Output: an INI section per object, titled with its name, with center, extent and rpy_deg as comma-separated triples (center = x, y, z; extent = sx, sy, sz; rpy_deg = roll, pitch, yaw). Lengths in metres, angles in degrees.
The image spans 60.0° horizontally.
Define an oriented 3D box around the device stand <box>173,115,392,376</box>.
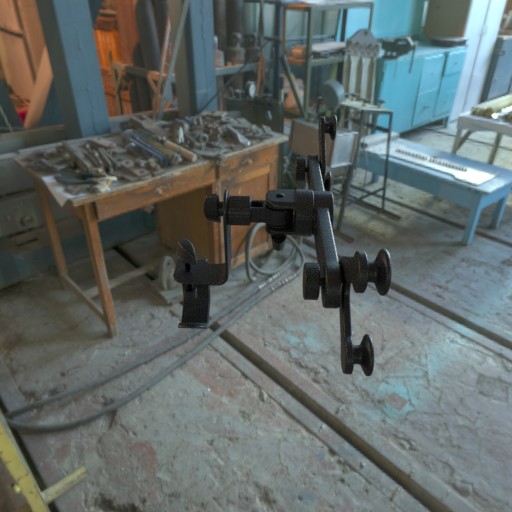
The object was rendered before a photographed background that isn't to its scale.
[device stand]
center = 0.000, 0.000, 0.367
extent = 0.142, 0.166, 0.270
rpy_deg = 1, 33, 2
